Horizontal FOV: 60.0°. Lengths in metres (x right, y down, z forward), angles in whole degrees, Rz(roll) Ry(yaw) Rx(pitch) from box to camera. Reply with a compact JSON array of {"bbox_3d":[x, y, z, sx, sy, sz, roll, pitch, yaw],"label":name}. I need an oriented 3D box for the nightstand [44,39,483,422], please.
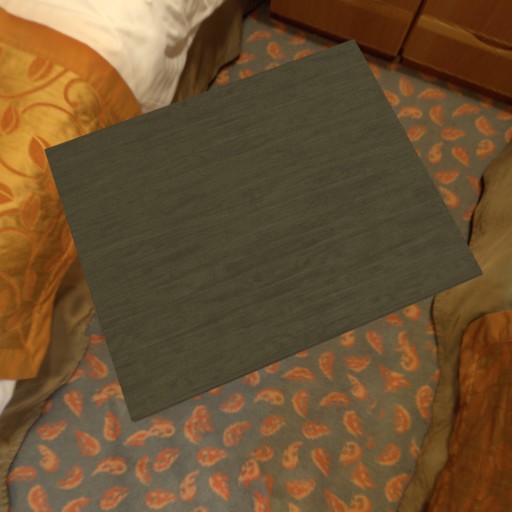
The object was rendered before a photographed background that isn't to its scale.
[{"bbox_3d":[0.000,0.000,0.747,0.427,0.448,0.347,-22,77,-5],"label":"nightstand"}]
